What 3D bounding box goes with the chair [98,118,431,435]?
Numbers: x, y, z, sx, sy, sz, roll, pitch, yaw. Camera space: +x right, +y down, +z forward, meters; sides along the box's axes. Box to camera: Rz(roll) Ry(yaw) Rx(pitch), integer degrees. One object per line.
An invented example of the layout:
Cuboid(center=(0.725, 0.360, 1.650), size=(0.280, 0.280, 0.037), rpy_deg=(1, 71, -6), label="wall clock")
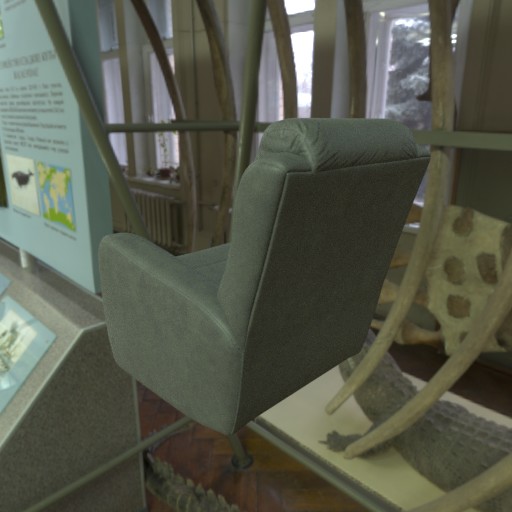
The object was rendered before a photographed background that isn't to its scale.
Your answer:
Cuboid(center=(0.000, 0.000, 1.884), size=(1.068, 1.116, 0.965), rpy_deg=(16, 23, 43), label="chair")
